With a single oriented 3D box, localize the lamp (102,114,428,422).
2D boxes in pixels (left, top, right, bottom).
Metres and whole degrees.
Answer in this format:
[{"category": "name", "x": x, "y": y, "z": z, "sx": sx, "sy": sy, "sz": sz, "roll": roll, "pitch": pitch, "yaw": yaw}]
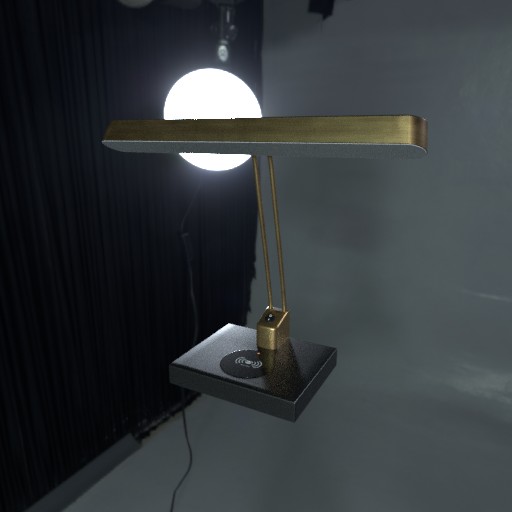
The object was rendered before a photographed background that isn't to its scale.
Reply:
[{"category": "lamp", "x": 0.000, "y": 0.000, "z": 0.583, "sx": 0.412, "sy": 0.345, "sz": 0.156, "roll": 8, "pitch": 17, "yaw": 27}]
